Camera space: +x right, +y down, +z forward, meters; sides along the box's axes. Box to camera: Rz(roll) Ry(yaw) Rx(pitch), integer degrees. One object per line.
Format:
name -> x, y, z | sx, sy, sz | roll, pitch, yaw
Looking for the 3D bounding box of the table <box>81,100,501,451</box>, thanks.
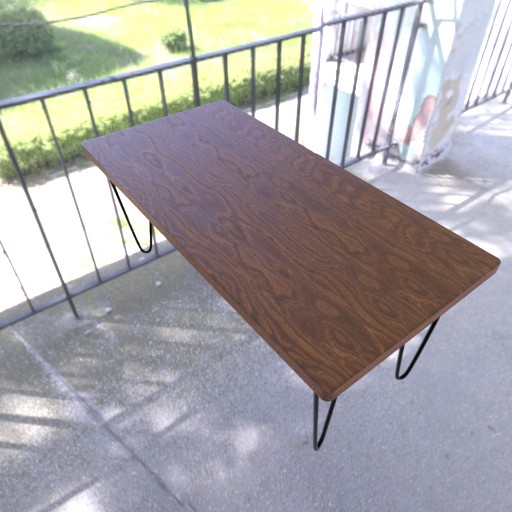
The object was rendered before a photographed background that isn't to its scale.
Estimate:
table -> 0.000, 0.000, 2.181 | 0.883, 0.753, 1.791 | -27, 49, -27
